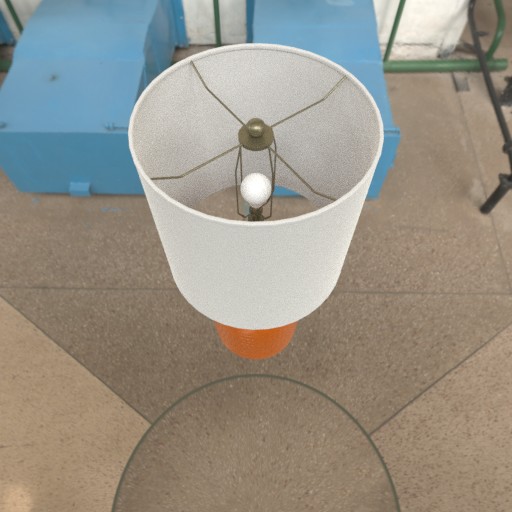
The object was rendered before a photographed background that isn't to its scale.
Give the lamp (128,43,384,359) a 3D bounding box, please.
[{"bbox_3d":[0.000,0.000,1.104,0.418,0.871,0.418,2,59,1],"label":"lamp"}]
